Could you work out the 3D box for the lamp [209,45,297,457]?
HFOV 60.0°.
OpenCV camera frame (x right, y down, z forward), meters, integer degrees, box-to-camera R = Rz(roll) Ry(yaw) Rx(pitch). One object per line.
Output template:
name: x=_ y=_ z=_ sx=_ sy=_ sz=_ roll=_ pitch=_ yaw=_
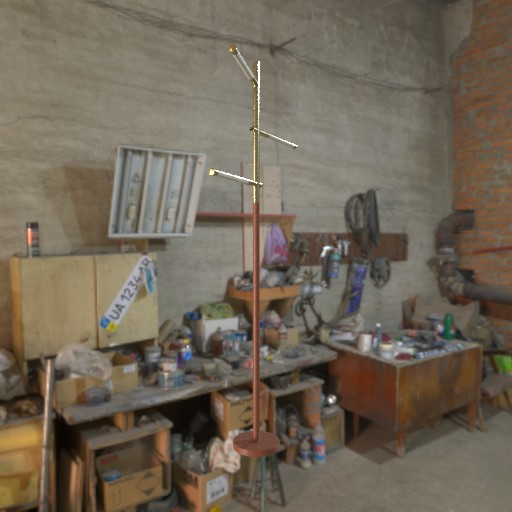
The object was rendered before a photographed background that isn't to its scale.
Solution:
lamp: x=0.000 y=0.000 z=1.964 sx=0.209 sy=1.704 sz=0.737 roll=0 pitch=1 yaw=19
